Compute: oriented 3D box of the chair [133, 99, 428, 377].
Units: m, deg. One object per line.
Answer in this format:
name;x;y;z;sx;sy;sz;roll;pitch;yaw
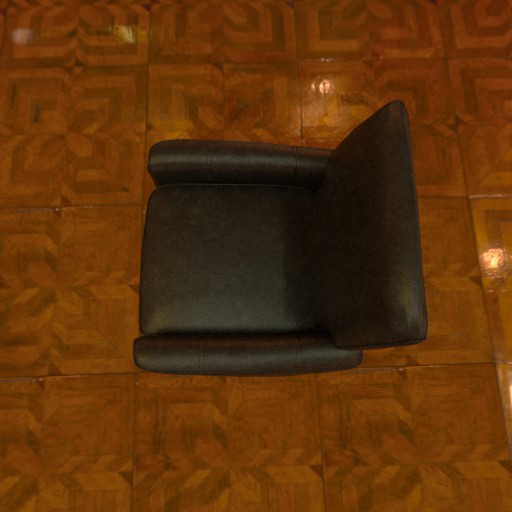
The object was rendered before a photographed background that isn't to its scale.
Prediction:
chair;0.000;0.000;1.608;0.864;1.014;0.848;0;75;0
